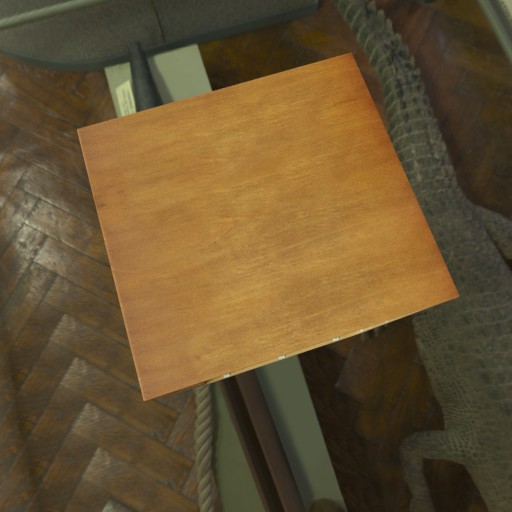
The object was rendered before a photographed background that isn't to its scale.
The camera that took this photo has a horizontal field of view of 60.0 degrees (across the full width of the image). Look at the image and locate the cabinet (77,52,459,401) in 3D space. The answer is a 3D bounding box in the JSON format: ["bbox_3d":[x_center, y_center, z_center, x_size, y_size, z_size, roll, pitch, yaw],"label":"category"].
[{"bbox_3d":[0.000,0.000,0.868,0.409,0.579,0.401,-17,76,-4],"label":"cabinet"}]
